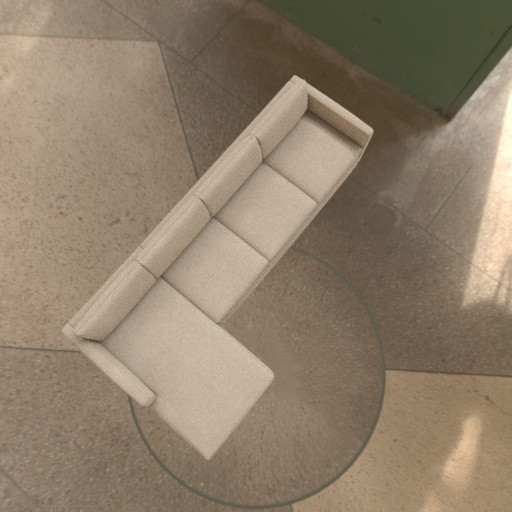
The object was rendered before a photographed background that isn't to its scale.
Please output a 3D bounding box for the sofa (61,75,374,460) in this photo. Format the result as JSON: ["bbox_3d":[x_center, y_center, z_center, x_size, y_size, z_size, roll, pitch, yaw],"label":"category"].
[{"bbox_3d":[0.000,0.000,3.699,1.469,0.816,2.923,38,79,9],"label":"sofa"}]
